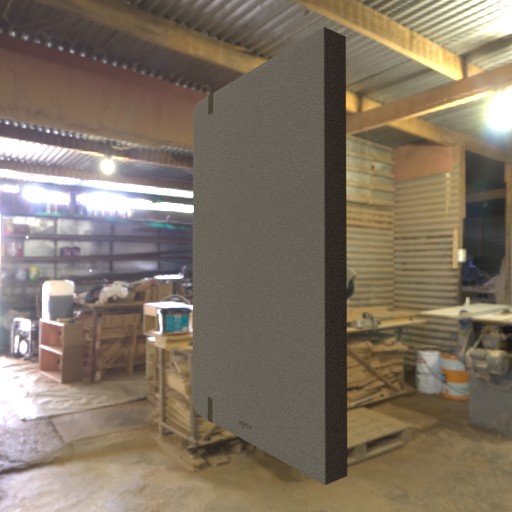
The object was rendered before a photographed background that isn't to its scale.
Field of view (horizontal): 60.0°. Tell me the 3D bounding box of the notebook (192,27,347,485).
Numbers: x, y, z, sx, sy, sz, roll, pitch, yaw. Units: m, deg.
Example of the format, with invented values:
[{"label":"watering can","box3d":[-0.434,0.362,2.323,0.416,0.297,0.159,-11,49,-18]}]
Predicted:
[{"label":"notebook","box3d":[0.000,0.000,0.260,0.016,0.213,0.127,1,-1,-37]}]
